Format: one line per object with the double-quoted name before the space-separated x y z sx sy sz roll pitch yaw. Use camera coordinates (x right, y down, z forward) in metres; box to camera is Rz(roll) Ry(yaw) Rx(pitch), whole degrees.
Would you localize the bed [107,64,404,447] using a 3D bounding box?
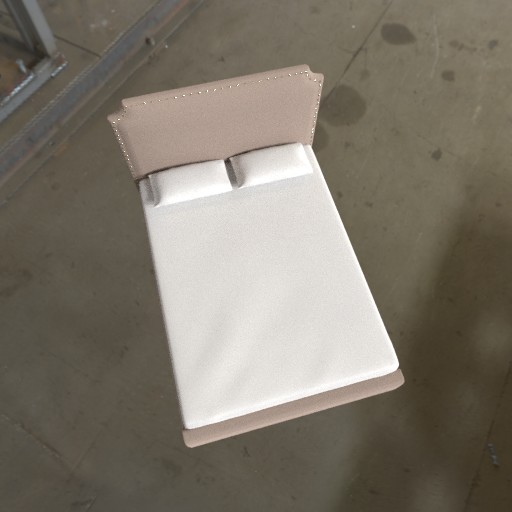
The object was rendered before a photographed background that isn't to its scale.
"bed" 0.000 0.000 3.477 1.713 1.443 2.372 -14 65 -7
